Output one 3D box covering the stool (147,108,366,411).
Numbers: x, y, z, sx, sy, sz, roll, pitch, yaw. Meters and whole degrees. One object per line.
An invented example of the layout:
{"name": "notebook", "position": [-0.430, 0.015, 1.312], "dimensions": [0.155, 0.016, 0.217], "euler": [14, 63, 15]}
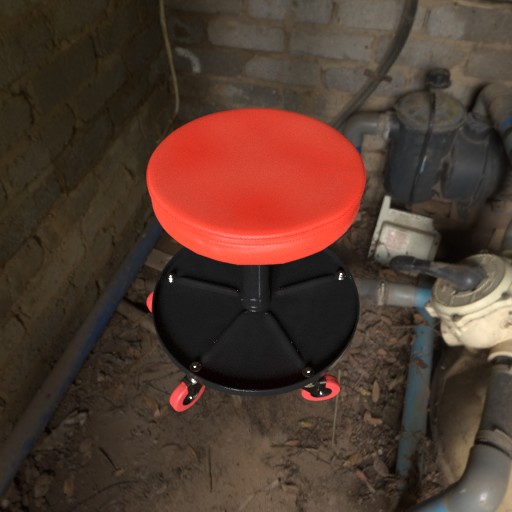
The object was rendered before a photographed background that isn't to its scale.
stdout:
{"name": "stool", "position": [0.000, 0.000, 0.690], "dimensions": [0.381, 0.365, 0.382], "euler": [-18, 50, -16]}
